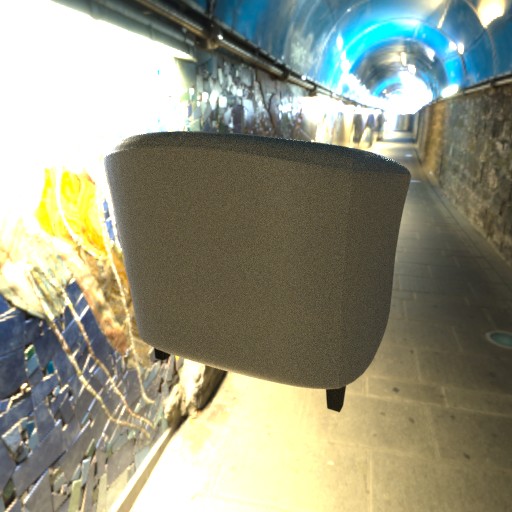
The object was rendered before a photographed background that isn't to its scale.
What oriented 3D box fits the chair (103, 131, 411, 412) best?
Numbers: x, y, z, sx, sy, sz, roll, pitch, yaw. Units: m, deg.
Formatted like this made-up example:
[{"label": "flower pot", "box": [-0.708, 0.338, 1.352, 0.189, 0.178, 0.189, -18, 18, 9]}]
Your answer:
[{"label": "chair", "box": [0.000, 0.000, 1.371, 0.792, 0.756, 0.727, 8, 19, 26]}]
